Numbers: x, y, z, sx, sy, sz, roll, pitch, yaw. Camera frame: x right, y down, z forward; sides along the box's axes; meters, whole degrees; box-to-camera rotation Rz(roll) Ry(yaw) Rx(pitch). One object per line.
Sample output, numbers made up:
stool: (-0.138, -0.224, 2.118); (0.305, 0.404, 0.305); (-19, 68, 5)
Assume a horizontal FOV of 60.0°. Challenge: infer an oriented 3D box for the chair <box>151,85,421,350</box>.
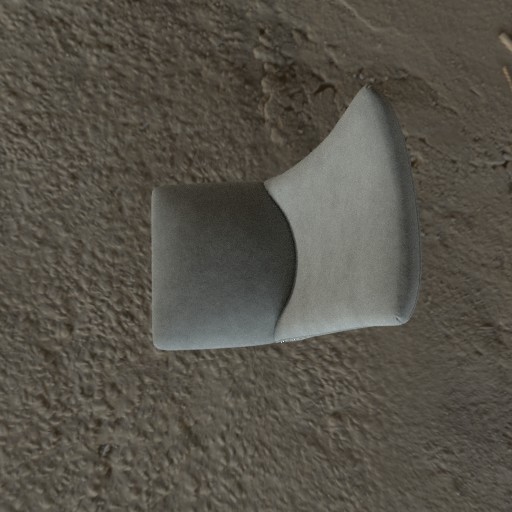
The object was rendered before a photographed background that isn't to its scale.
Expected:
chair: (0.000, 0.000, 1.252); (0.610, 0.902, 0.495); (-3, 77, -1)
